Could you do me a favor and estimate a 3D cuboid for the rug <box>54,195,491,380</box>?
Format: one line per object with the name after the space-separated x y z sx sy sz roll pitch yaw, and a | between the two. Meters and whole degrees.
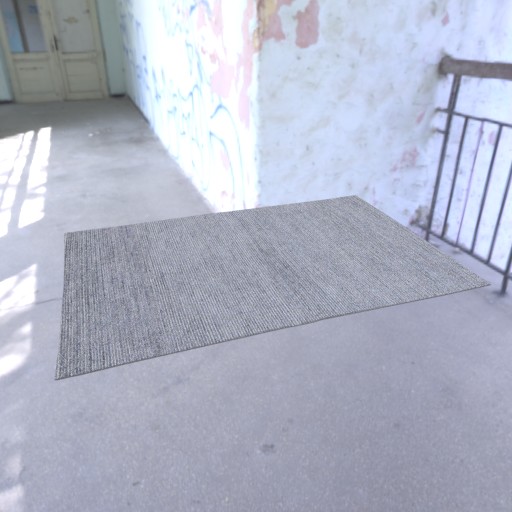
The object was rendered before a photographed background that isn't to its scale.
0.000 0.000 2.160 1.789 0.021 1.159 -9 30 -16 | rug
